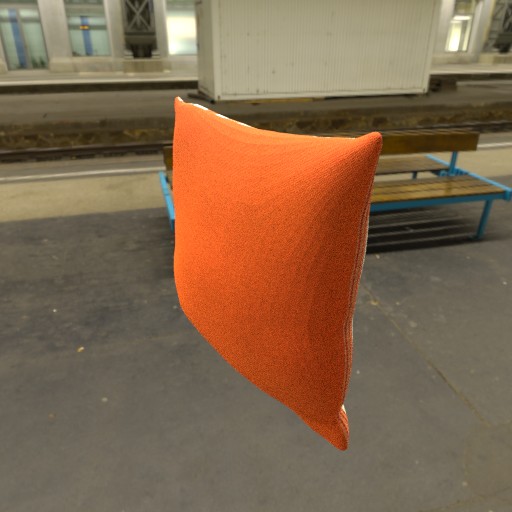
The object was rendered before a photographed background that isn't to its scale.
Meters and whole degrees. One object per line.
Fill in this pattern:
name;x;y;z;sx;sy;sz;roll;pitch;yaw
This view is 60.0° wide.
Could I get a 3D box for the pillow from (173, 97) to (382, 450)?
pillow;0.000;0.000;0.688;0.182;0.441;0.440;-19;32;-33
